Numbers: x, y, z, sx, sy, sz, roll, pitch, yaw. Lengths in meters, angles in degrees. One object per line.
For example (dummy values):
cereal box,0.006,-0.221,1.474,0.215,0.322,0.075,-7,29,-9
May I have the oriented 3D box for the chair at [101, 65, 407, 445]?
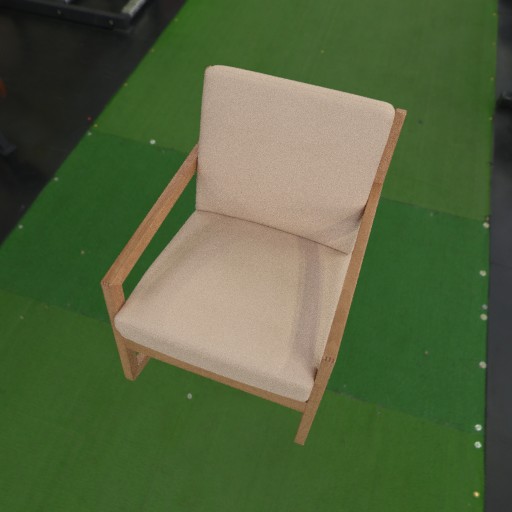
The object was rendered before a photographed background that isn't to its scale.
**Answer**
chair,0.000,0.000,1.396,0.622,0.790,0.857,17,59,10
